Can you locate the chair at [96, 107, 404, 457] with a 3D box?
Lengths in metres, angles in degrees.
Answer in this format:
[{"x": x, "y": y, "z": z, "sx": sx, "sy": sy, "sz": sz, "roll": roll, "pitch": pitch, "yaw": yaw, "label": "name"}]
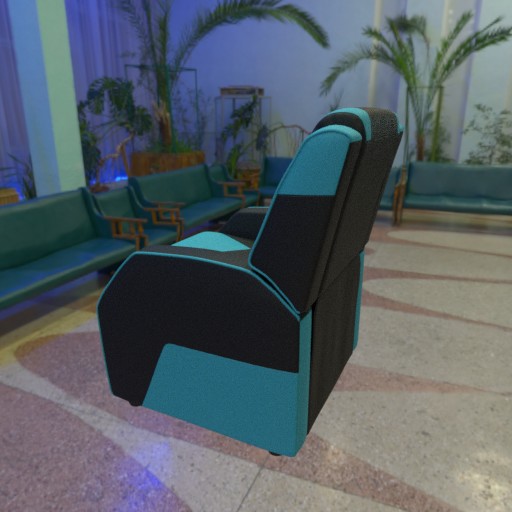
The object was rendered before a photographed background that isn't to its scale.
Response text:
[{"x": 0.000, "y": 0.000, "z": 1.272, "sx": 0.672, "sy": 0.805, "sz": 0.620, "roll": 8, "pitch": 20, "yaw": 25, "label": "chair"}]
